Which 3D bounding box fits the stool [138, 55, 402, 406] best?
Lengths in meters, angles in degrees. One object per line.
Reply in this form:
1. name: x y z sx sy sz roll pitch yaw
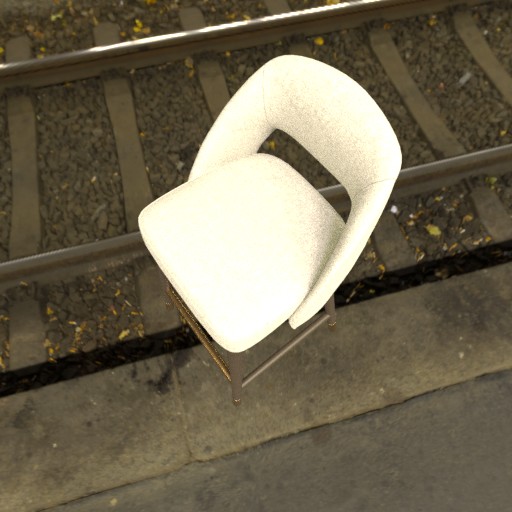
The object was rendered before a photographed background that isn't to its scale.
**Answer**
1. stool: 0.000 0.000 1.236 0.509 0.940 0.494 -34 67 -16
